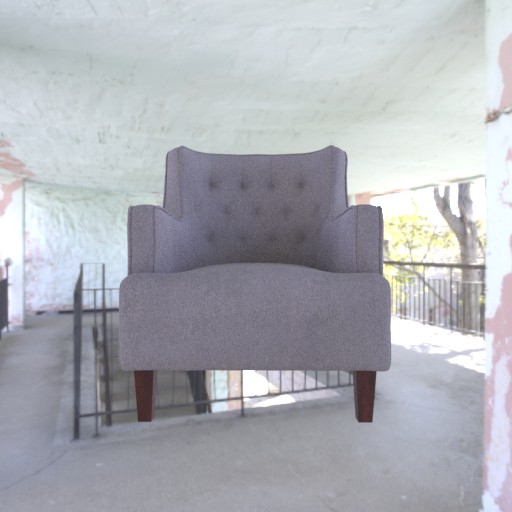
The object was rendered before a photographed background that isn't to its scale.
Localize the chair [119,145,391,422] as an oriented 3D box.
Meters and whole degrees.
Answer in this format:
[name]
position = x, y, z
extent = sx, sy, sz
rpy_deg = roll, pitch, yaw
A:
[chair]
position = 0.000, 0.000, 1.626
extent = 0.781, 0.919, 0.910
rpy_deg = 0, 1, 0
